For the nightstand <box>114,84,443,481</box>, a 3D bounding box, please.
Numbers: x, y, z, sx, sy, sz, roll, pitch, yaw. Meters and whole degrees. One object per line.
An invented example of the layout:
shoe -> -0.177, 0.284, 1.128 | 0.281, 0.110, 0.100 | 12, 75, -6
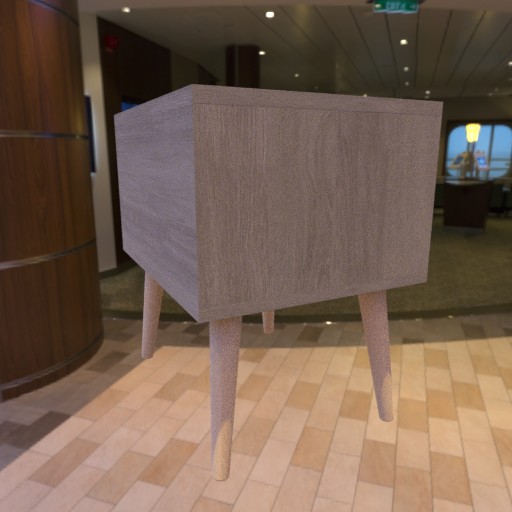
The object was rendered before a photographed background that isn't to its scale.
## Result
nightstand -> 0.000, 0.000, 0.795 | 0.380, 0.500, 0.450 | -7, 15, -26
